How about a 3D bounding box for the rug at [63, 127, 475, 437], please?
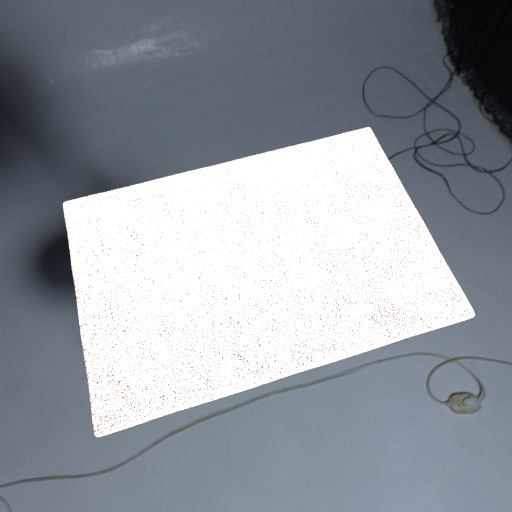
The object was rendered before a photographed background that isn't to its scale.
[{"bbox_3d":[0.000,0.000,2.221,1.778,0.030,1.219,-16,64,-8],"label":"rug"}]
